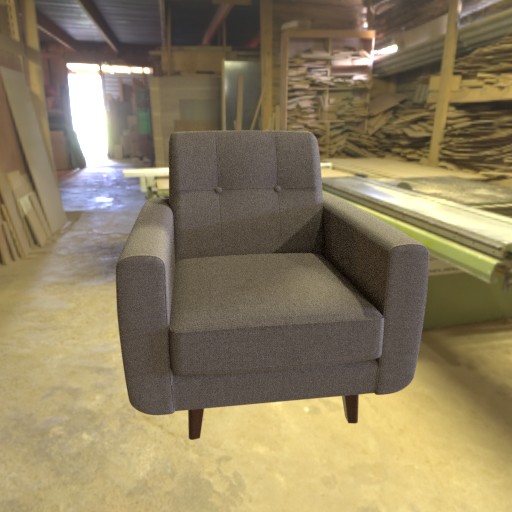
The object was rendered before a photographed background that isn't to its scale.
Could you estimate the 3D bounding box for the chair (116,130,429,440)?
[{"bbox_3d":[0.000,0.000,1.562,0.831,0.839,0.907,-3,17,-8],"label":"chair"}]
